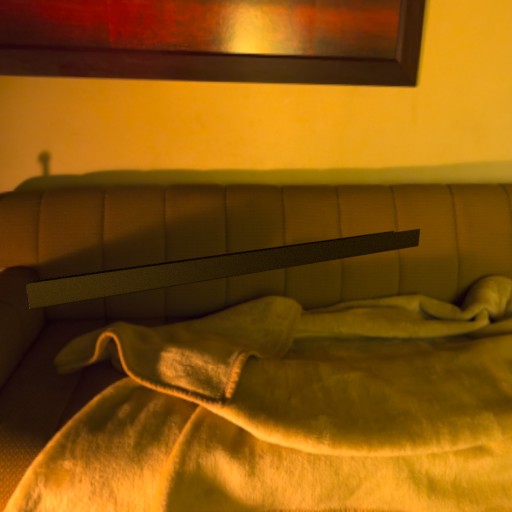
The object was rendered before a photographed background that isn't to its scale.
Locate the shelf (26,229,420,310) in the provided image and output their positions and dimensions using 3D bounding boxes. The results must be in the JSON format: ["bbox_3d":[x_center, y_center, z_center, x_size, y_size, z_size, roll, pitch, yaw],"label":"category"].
[{"bbox_3d":[0.000,0.000,1.000,0.924,0.049,0.092,-8,18,-27],"label":"shelf"}]
